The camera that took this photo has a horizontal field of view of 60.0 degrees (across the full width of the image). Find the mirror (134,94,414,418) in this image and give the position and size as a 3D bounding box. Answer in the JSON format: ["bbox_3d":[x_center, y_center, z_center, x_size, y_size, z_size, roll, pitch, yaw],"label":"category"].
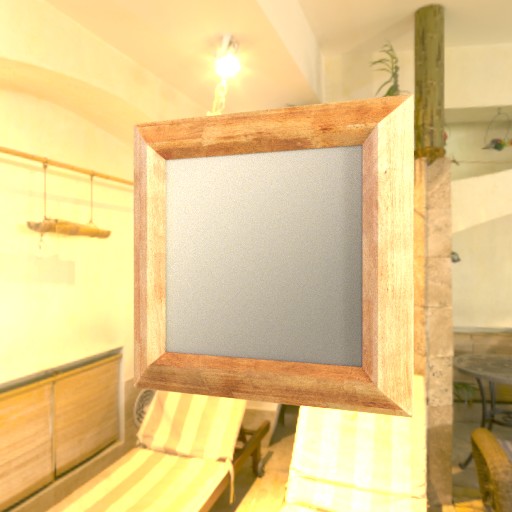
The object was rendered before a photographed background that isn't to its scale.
[{"bbox_3d":[0.000,0.000,0.970,0.651,0.651,0.047,0,0,18],"label":"mirror"}]
